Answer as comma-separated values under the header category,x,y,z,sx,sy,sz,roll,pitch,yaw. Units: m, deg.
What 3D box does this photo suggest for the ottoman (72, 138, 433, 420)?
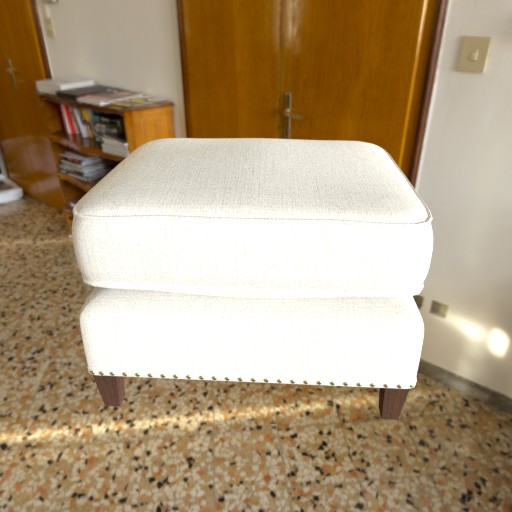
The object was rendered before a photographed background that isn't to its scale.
category,x,y,z,sx,sy,sz,roll,pitch,yaw
ottoman,0.000,0.000,1.153,0.738,0.537,0.589,2,29,3
